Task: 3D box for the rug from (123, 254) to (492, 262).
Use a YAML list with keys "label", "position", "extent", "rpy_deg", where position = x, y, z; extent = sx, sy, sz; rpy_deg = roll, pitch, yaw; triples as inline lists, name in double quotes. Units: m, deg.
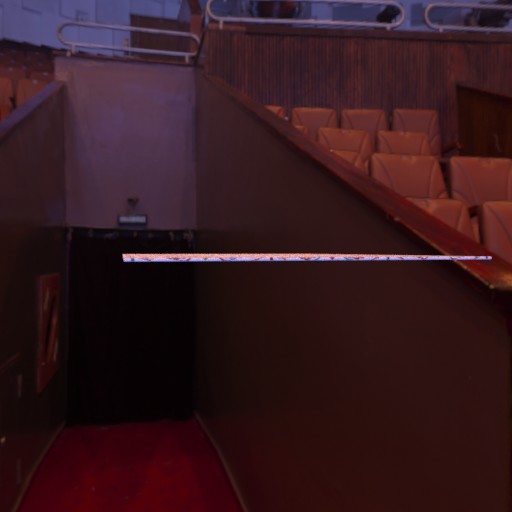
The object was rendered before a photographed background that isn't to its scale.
- label: "rug"
  position: [0.000, 0.000, 4.245]
  extent: [2.446, 0.020, 3.215]
  rpy_deg: [0, 1, -17]
